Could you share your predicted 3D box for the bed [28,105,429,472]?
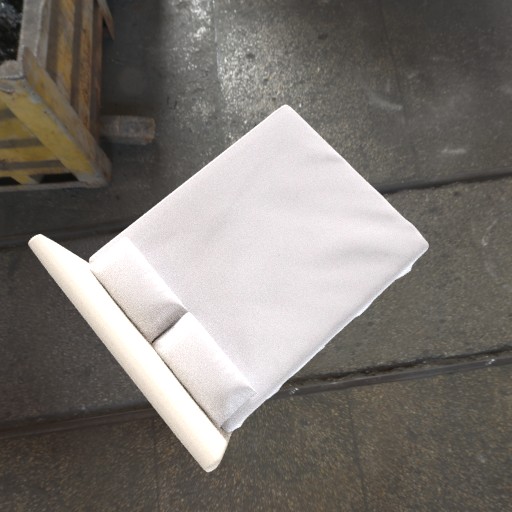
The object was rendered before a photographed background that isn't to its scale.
[{"bbox_3d":[0.000,0.000,3.202,2.142,1.330,1.713,-40,79,-9],"label":"bed"}]
